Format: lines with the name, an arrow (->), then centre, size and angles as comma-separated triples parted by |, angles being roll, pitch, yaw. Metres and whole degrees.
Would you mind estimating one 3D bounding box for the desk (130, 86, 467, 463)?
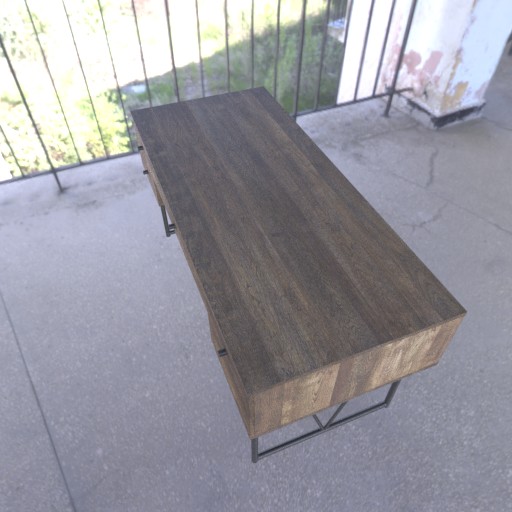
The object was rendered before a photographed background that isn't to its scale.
desk -> 0.000, 0.000, 2.035 | 0.730, 0.780, 1.600 | -16, 48, -15
